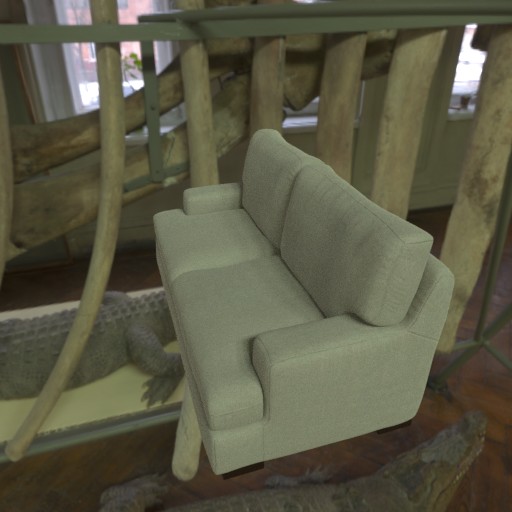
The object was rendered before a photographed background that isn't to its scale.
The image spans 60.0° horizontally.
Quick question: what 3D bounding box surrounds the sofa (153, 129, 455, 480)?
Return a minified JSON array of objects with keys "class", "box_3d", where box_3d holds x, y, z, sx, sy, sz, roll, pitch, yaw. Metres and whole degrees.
[{"class":"sofa","box_3d":[0.000,0.000,2.402,0.962,0.980,1.855,-9,31,-15]}]
